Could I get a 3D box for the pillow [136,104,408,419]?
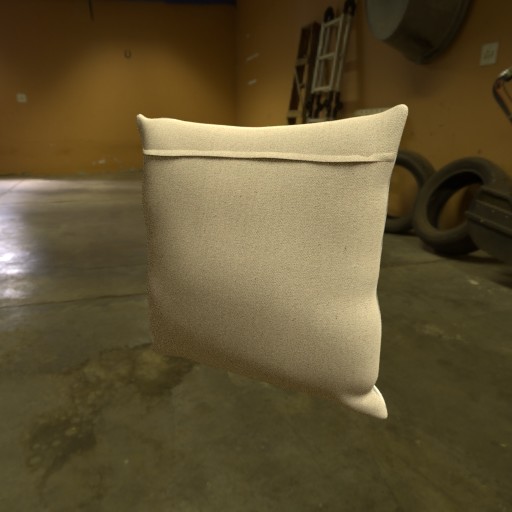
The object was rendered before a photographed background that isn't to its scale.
[{"bbox_3d":[0.000,0.000,0.693,0.440,0.441,0.182,8,18,26],"label":"pillow"}]
